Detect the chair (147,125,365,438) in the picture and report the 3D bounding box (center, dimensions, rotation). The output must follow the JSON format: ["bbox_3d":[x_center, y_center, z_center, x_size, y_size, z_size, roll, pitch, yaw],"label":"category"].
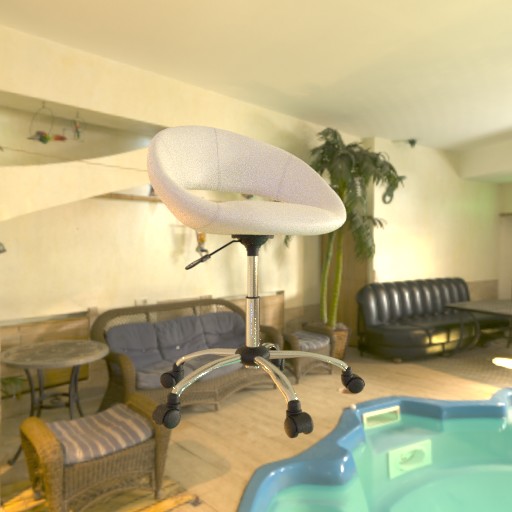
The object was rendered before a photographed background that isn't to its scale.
[{"bbox_3d":[0.000,0.000,1.212,0.612,0.791,0.538,-1,2,-36],"label":"chair"}]
